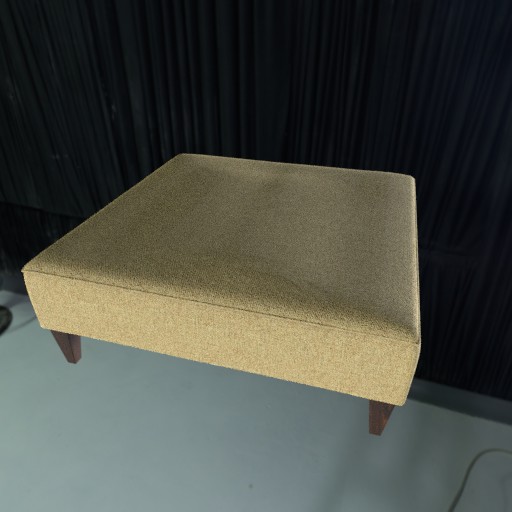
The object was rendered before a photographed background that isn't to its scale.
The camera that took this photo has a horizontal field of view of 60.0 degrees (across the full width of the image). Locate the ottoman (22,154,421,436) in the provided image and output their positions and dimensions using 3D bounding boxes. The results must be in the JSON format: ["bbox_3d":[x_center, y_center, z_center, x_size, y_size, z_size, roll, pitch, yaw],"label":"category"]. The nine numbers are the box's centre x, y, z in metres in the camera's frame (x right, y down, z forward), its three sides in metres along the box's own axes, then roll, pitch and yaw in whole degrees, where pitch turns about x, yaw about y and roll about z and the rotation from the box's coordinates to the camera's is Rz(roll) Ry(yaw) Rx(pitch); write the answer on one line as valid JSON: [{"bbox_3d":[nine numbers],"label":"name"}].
[{"bbox_3d":[0.000,0.000,1.475,0.981,0.378,0.970,9,32,14],"label":"ottoman"}]
